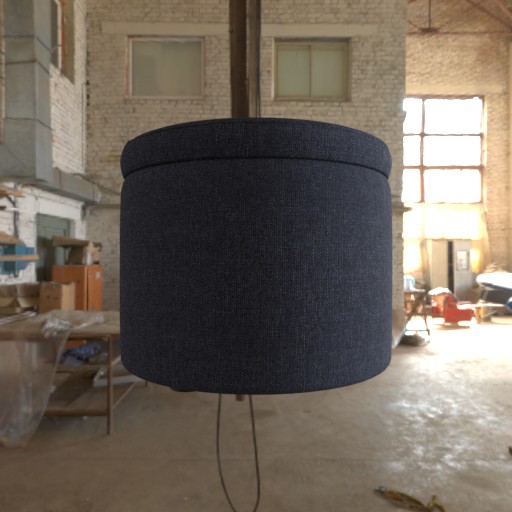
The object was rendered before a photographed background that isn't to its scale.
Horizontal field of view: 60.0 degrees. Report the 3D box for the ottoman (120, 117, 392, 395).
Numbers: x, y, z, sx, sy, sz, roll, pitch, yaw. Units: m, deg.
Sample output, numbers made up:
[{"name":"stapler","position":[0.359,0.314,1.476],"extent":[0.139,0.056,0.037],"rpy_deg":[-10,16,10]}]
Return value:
[{"name":"ottoman","position":[0.000,0.000,0.884],"extent":[0.520,0.430,0.520],"rpy_deg":[0,0,0]}]
